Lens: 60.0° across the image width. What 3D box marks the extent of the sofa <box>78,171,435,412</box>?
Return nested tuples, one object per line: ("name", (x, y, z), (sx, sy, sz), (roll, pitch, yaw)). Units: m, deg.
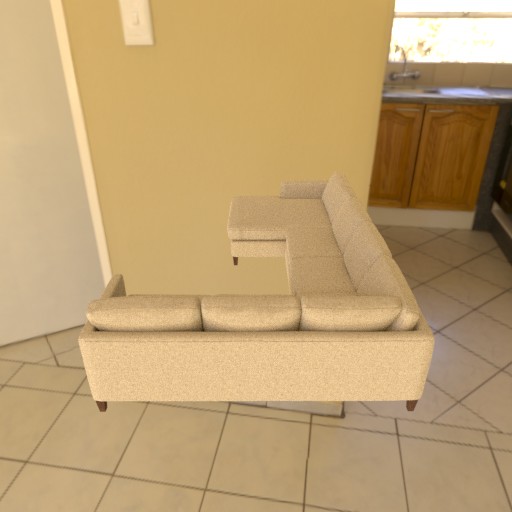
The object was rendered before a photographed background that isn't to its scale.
("sofa", (0.000, 0.000, 4.758), (2.593, 0.959, 3.460), (0, 28, 0))
